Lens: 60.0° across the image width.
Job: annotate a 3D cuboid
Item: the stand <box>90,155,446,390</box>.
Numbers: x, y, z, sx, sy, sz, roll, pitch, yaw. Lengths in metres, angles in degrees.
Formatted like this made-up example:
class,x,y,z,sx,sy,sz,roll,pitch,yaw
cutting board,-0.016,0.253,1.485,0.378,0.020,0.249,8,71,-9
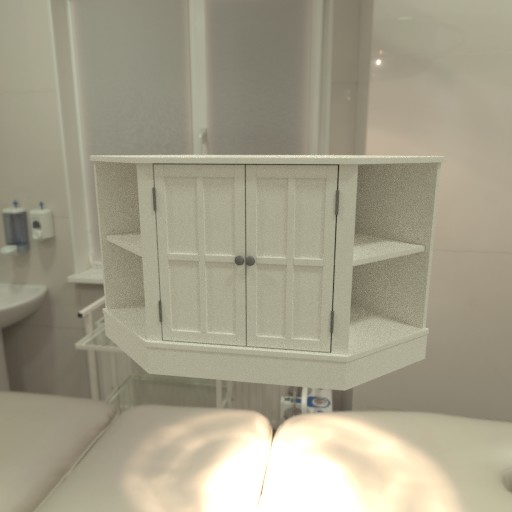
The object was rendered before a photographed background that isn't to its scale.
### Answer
class,x,y,z,sx,sy,sz,roll,pitch,yaw
stand,0.000,0.000,1.393,1.072,0.614,0.477,2,14,9
